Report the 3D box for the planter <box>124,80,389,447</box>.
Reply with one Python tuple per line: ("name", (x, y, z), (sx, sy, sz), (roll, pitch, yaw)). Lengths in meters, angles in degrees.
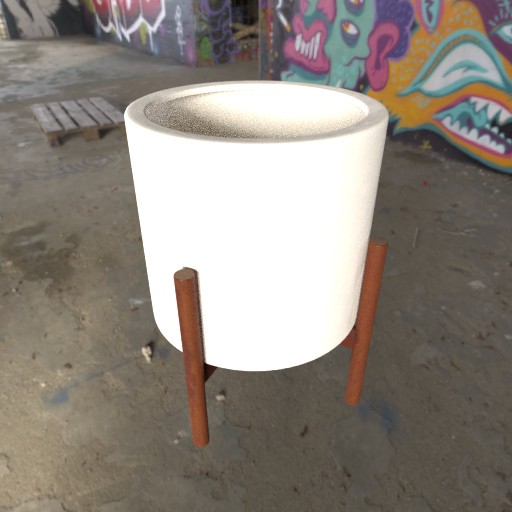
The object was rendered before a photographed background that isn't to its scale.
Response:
("planter", (0.000, 0.000, 0.875), (0.421, 0.581, 0.420), (-8, 33, -12))
